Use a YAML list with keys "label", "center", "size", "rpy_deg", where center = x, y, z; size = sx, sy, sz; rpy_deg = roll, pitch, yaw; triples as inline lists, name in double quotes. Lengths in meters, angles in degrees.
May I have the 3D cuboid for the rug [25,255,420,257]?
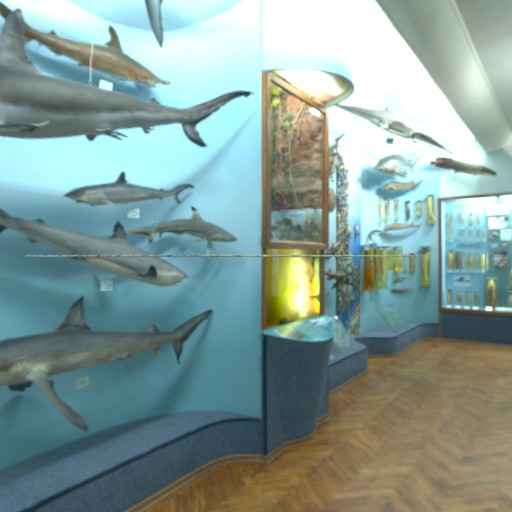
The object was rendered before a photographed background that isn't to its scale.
- label: "rug"
  center: [0.000, 0.000, 2.085]
  size: [1.035, 0.006, 1.652]
  rpy_deg: [0, 0, 37]
